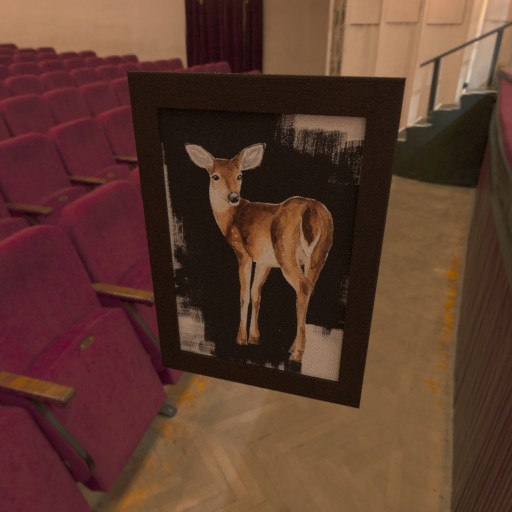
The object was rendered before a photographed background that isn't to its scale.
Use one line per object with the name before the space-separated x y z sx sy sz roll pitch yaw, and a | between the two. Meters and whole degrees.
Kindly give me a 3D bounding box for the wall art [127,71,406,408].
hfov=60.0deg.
wall art | 0.000 0.000 0.667 0.359 0.508 0.013 8 28 15
